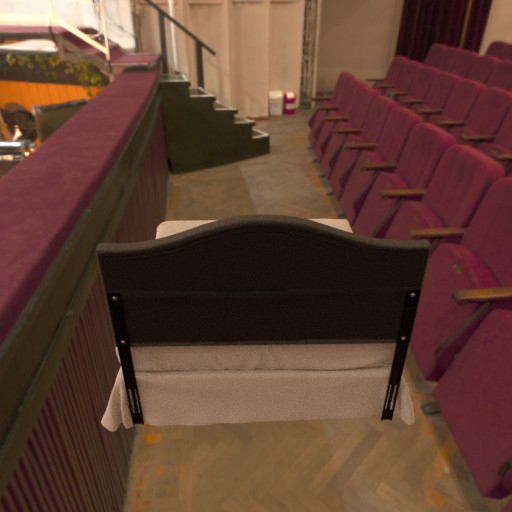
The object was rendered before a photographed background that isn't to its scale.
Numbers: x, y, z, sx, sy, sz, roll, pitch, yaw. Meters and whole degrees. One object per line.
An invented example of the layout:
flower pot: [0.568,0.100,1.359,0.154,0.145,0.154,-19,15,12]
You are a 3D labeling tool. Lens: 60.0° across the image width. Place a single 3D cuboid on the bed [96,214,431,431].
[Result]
bed: [0.000,0.000,3.787,2.314,1.651,2.219,-1,30,-1]
